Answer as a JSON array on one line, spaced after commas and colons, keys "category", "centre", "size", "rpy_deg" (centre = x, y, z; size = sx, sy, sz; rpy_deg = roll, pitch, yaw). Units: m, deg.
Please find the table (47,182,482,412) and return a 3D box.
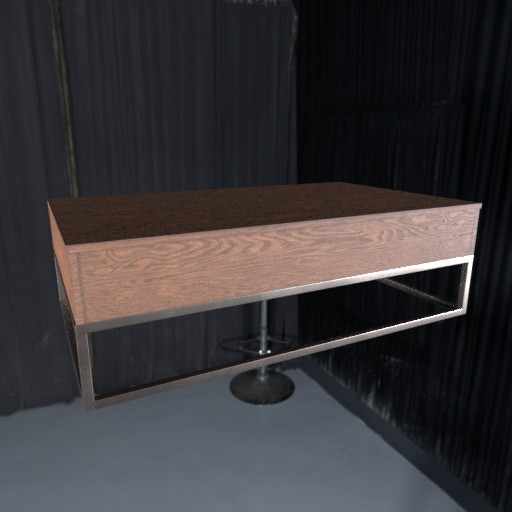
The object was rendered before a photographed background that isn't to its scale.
[{"category": "table", "centre": [0.000, 0.000, 1.440], "size": [1.167, 0.361, 0.719], "rpy_deg": [-8, 17, -26]}]
